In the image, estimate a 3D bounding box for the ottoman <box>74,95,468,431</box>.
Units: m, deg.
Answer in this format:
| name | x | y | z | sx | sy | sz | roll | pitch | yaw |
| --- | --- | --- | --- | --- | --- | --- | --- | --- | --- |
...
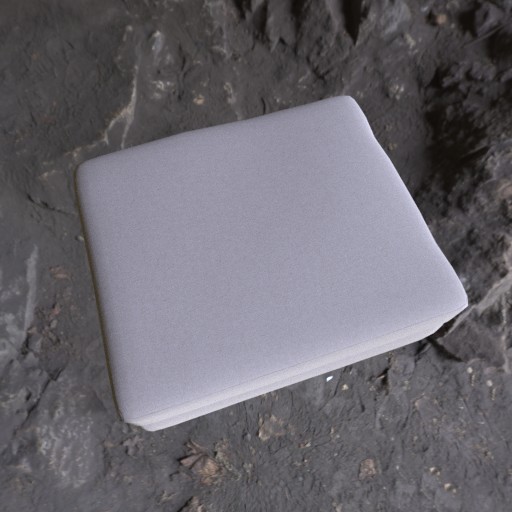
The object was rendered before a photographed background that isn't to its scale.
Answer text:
| name | x | y | z | sx | sy | sz | roll | pitch | yaw |
| --- | --- | --- | --- | --- | --- | --- | --- | --- | --- |
| ottoman | 0.000 | 0.000 | 1.466 | 0.976 | 0.492 | 0.836 | -17 | 65 | -8 |
